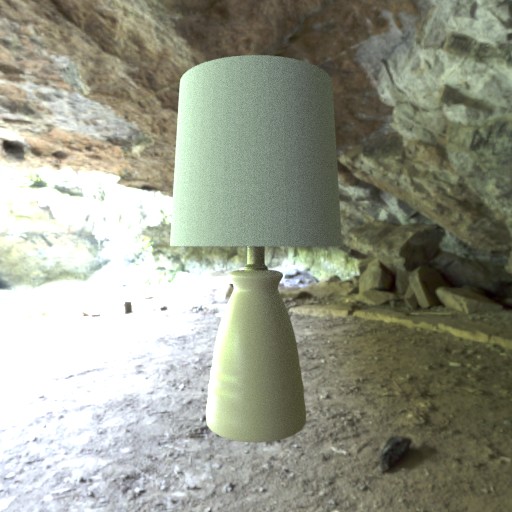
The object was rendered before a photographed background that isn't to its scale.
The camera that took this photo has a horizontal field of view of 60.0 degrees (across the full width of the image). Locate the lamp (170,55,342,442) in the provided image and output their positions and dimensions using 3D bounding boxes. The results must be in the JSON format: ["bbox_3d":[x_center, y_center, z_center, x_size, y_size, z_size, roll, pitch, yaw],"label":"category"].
[{"bbox_3d":[0.000,0.000,0.489,0.186,0.369,0.186,0,1,0],"label":"lamp"}]
